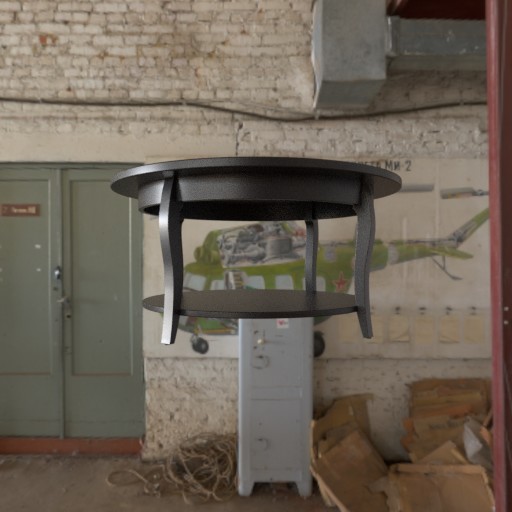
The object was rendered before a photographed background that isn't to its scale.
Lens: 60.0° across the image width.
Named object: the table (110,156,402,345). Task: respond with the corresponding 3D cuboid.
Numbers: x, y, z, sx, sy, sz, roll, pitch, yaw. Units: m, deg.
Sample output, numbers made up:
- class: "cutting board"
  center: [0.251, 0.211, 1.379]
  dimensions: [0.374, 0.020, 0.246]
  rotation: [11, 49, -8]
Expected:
- class: "table"
  center: [0.000, 0.000, 1.463]
  dimensions: [0.914, 0.457, 0.914]
  rotation: [0, 0, 0]
